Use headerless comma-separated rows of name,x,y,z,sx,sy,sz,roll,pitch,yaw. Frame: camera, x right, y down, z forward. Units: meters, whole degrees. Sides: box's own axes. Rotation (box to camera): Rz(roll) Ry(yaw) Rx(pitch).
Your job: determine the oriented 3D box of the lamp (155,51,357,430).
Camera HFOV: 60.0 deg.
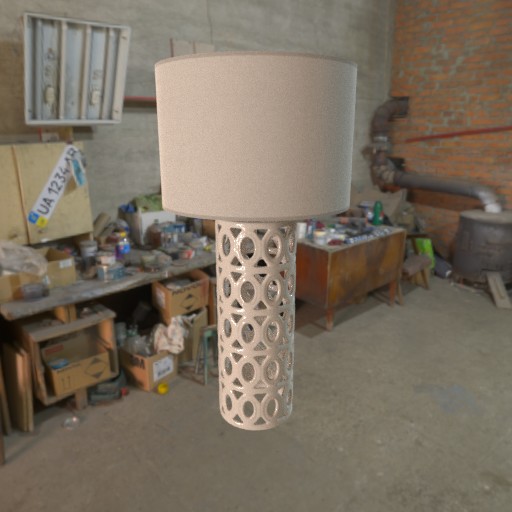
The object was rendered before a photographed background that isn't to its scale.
lamp,0.000,0.000,0.811,0.324,0.636,0.325,3,15,10
